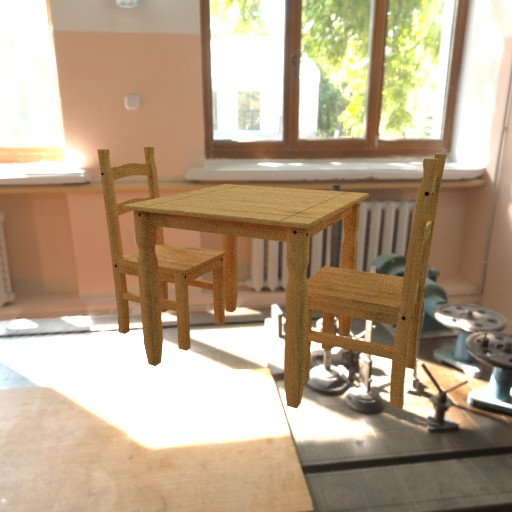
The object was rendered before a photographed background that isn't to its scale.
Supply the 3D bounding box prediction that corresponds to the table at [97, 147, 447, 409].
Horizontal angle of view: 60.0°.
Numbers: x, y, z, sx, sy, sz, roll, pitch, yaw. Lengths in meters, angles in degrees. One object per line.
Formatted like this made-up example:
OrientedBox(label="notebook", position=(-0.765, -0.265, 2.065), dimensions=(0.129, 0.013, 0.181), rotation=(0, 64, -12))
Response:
OrientedBox(label="table", position=(0.000, 0.000, 2.048), dimensions=(1.501, 0.942, 0.813), rotation=(8, 18, 26))
